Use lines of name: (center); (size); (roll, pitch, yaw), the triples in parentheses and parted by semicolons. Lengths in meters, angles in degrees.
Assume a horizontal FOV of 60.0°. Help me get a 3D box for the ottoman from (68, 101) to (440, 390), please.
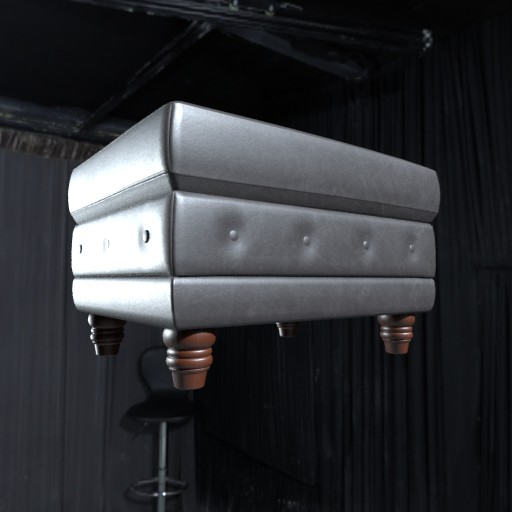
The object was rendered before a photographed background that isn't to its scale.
ottoman: (0.000, 0.000, 1.147); (0.795, 0.498, 0.590); (2, -4, -37)
